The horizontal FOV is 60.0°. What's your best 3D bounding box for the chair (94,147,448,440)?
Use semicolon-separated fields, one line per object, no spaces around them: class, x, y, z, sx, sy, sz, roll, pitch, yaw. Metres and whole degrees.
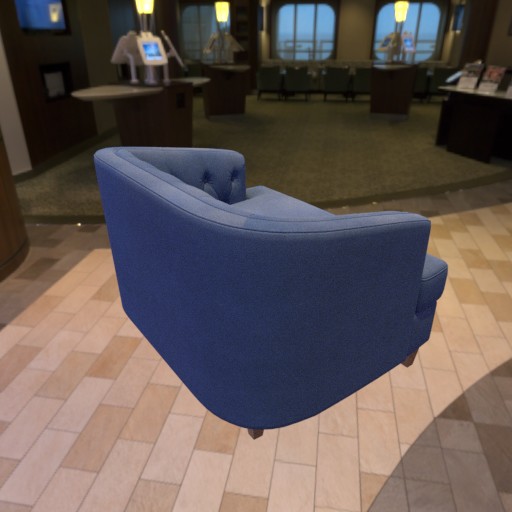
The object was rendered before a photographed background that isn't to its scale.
chair;0.000;0.000;1.729;0.914;0.787;1.118;-18;32;-32
